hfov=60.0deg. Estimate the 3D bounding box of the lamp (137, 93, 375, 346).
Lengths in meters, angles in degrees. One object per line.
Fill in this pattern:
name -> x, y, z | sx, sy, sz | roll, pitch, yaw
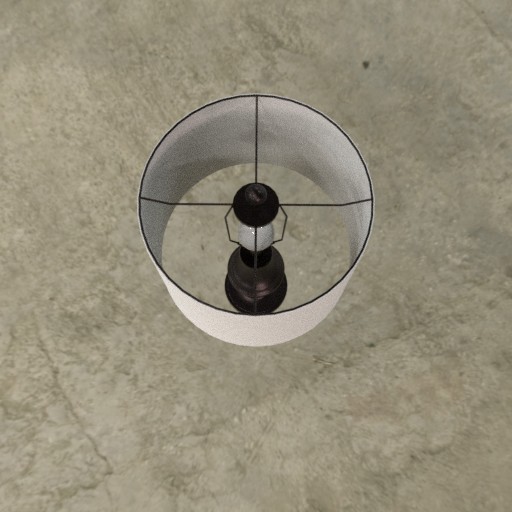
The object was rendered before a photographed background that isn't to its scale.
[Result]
lamp -> 0.000, 0.000, 0.945 | 0.383, 0.726, 0.383 | 0, 76, 0
